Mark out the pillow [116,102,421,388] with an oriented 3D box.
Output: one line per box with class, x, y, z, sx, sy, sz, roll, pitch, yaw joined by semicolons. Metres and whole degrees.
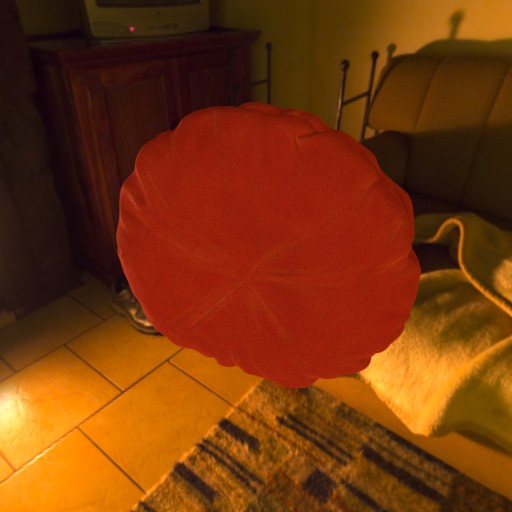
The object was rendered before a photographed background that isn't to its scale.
pillow;0.000;0.000;0.613;0.428;0.407;0.148;10;33;16
